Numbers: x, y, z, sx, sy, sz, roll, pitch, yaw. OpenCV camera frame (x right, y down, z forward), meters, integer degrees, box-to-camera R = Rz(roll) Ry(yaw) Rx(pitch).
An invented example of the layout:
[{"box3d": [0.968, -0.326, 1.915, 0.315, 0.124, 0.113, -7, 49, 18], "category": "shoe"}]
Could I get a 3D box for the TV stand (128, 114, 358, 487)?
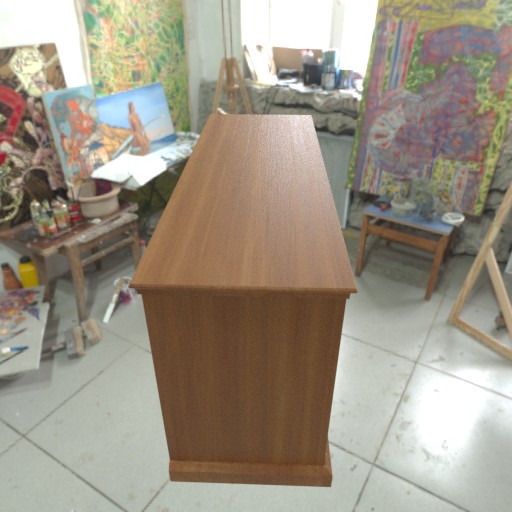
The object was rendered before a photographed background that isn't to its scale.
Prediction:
[{"box3d": [0.000, 0.000, 1.447, 0.417, 0.607, 1.181, 1, 32, 2], "category": "TV stand"}]
